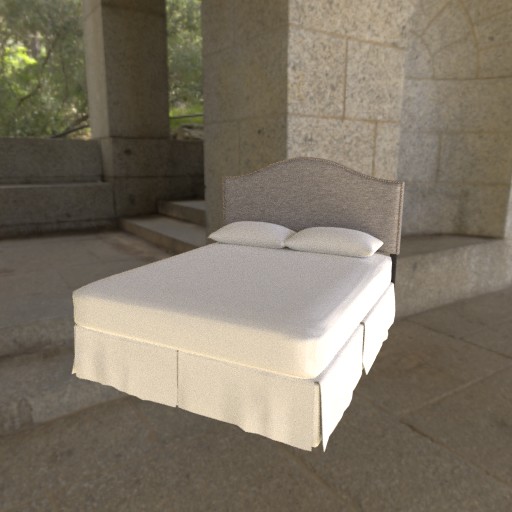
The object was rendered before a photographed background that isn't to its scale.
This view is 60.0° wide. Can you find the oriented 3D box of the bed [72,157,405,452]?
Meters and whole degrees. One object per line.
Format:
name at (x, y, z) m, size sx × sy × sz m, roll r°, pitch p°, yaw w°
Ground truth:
bed at (0.000, 0.000, 2.985) m, size 1.610 × 1.295 × 1.870 m, roll 6°, pitch 14°, yaw 26°
